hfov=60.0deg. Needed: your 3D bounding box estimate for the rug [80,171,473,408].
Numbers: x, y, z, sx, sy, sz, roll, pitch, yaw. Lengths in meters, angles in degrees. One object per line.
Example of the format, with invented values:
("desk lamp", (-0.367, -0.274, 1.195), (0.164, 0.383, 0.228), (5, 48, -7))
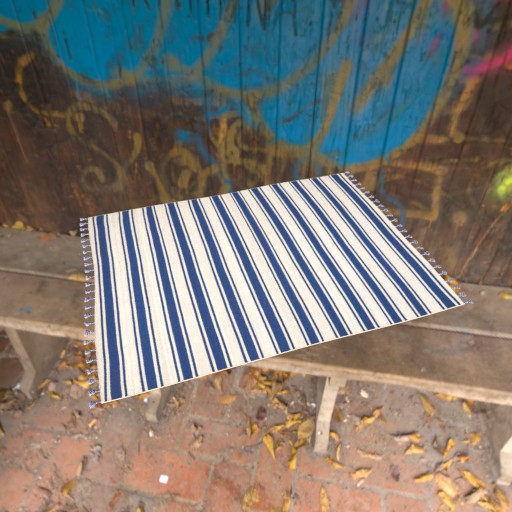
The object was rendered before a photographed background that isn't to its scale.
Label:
("rug", (0.000, 0.000, 4.532), (3.416, 0.016, 2.471), (-12, 43, -13))
